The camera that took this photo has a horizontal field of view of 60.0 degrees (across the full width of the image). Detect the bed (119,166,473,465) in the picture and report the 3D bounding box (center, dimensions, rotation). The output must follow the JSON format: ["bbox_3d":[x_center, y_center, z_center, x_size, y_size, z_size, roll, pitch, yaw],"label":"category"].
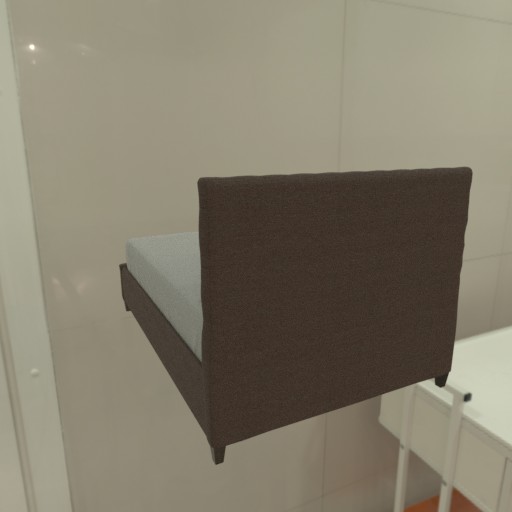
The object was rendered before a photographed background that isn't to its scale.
[{"bbox_3d":[0.000,0.000,3.405,1.698,1.427,2.387,-7,17,-26],"label":"bed"}]
